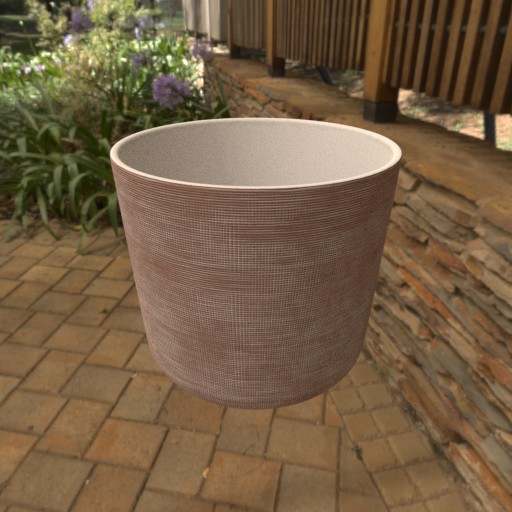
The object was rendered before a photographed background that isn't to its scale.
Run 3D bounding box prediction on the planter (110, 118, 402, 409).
[{"bbox_3d":[0.000,0.000,0.785,0.440,0.398,0.440,0,27,0],"label":"planter"}]
